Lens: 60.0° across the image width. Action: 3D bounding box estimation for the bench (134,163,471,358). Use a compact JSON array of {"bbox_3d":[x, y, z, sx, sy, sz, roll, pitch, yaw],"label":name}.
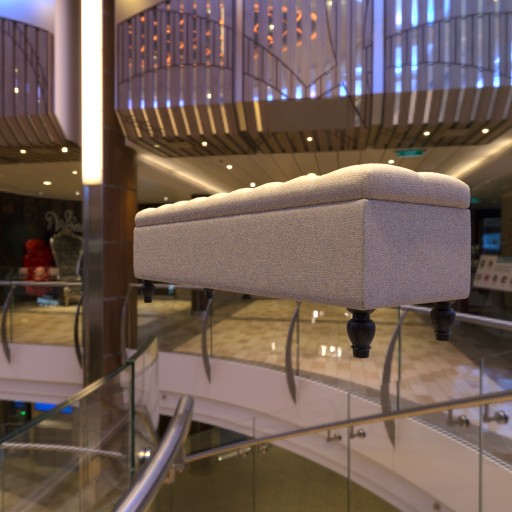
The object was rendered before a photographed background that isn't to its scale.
[{"bbox_3d":[0.000,0.000,1.713,0.455,0.467,1.480,0,1,-35],"label":"bench"}]
